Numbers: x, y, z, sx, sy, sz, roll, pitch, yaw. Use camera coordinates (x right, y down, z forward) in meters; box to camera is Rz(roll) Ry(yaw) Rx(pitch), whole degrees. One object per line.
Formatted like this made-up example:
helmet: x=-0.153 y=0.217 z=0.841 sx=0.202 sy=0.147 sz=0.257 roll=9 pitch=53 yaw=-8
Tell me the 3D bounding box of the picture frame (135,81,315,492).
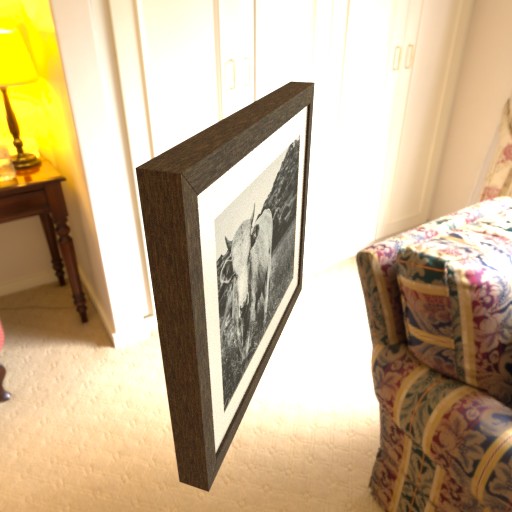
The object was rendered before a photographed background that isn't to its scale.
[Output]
picture frame: x=0.000 y=0.000 z=0.518 sx=0.033 sy=0.330 sz=0.378 roll=10 pitch=31 yaw=17
